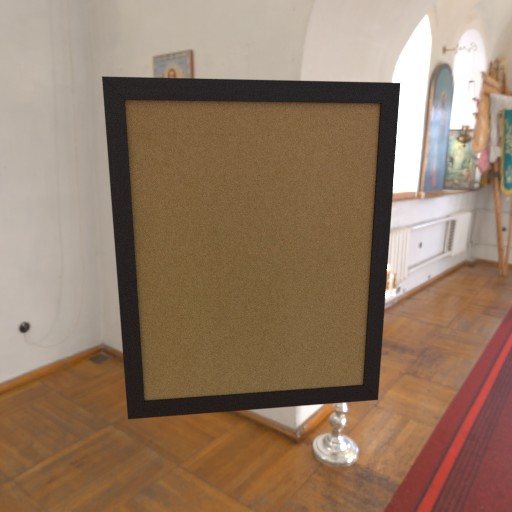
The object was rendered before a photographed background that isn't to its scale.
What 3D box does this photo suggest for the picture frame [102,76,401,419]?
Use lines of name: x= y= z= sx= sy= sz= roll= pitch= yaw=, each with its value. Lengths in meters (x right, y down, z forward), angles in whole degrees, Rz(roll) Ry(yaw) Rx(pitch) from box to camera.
picture frame: x=0.000 y=0.000 z=0.752 sx=0.452 sy=0.555 sz=0.044 roll=-2 pitch=14 yaw=-8
